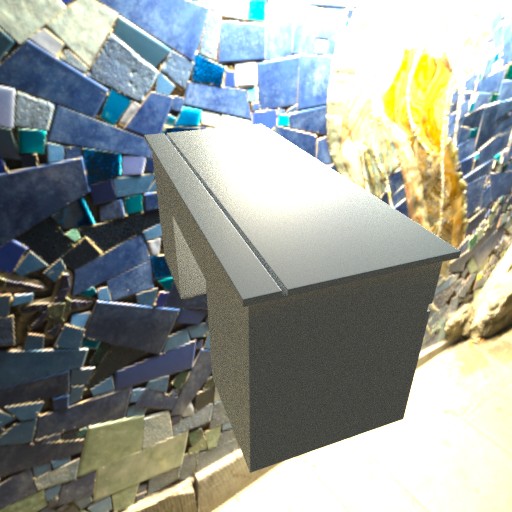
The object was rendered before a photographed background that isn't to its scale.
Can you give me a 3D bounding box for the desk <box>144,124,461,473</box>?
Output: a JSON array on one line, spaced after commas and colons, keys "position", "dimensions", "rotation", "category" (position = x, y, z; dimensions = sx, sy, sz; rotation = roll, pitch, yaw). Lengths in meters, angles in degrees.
[{"position": [0.000, 0.000, 2.008], "dimensions": [0.670, 0.760, 1.580], "rotation": [-11, 32, -18], "category": "desk"}]
